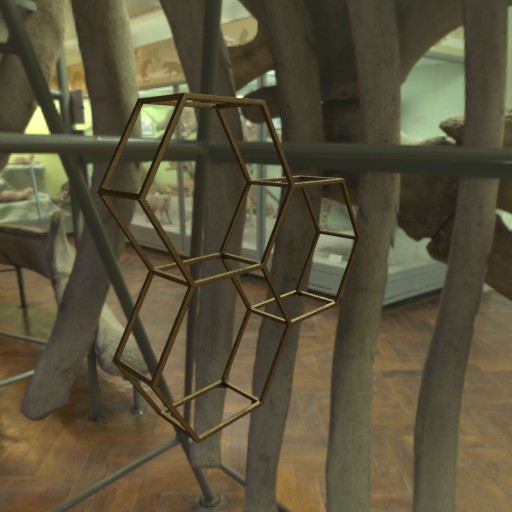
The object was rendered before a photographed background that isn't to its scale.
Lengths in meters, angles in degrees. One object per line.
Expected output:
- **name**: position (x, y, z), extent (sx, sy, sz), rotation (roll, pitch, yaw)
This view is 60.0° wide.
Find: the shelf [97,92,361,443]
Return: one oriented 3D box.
- **shelf**: position (0.000, 0.000, 1.076), extent (0.150, 0.701, 0.708), rotation (14, 20, 43)
